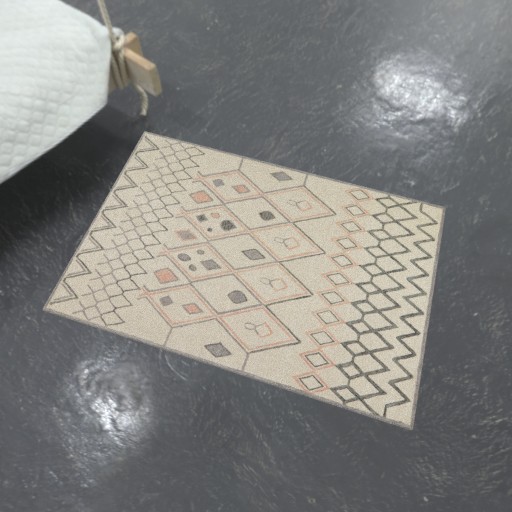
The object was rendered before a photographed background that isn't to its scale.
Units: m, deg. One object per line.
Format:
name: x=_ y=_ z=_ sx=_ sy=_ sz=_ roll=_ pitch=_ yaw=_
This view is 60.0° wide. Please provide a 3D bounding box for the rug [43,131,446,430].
rug: x=0.000 y=0.000 z=2.331 sx=1.829 sy=0.016 sz=1.219 roll=16 pitch=64 yaw=8
